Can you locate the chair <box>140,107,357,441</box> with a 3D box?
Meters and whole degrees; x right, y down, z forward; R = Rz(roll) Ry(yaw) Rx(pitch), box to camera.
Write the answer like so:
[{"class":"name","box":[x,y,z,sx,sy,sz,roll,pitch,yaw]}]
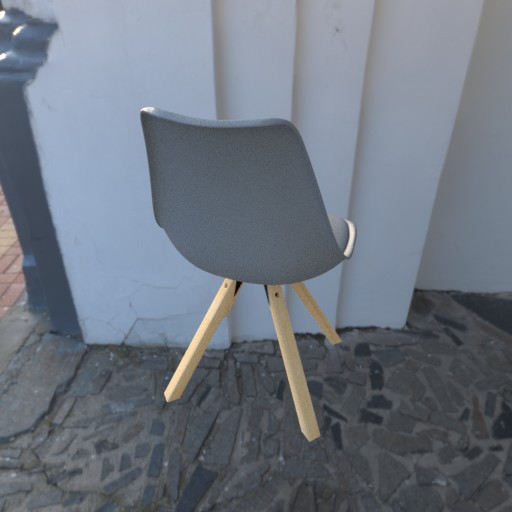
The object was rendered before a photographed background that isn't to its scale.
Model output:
[{"class":"chair","box":[0.000,0.000,1.147,0.485,0.850,0.549,10,34,15]}]
